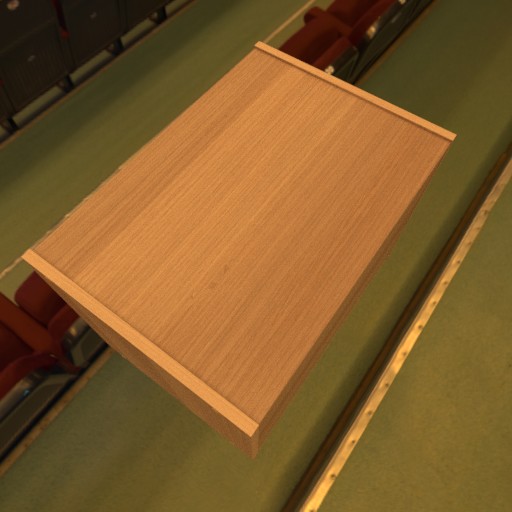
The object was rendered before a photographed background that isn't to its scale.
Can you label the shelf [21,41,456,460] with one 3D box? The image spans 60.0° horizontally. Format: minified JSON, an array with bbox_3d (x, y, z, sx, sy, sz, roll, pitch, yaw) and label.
[{"bbox_3d":[0.000,0.000,0.623,0.290,0.305,0.415,33,67,16],"label":"shelf"}]
